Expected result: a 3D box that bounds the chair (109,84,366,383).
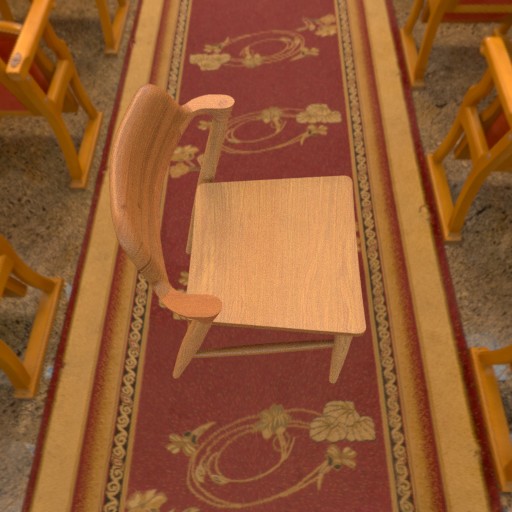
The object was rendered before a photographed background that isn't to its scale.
[{"bbox_3d":[0.000,0.000,1.100,0.499,0.792,0.512,1,63,1],"label":"chair"}]
